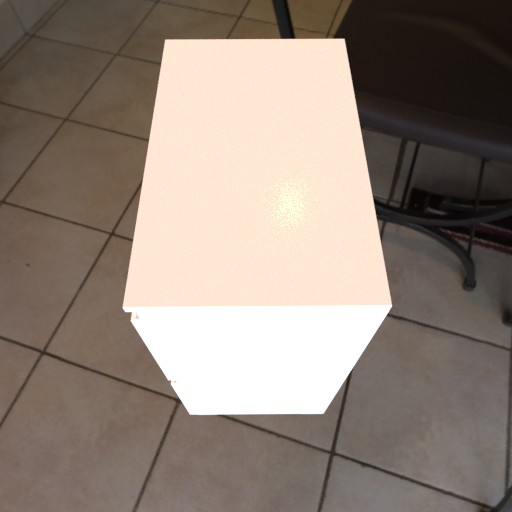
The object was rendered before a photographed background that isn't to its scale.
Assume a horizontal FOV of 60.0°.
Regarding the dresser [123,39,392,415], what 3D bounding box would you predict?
[{"bbox_3d":[0.000,0.000,1.166,0.400,0.800,0.650,0,59,0],"label":"dresser"}]
